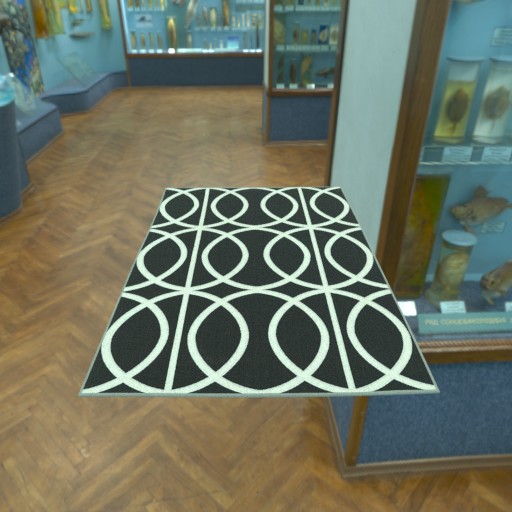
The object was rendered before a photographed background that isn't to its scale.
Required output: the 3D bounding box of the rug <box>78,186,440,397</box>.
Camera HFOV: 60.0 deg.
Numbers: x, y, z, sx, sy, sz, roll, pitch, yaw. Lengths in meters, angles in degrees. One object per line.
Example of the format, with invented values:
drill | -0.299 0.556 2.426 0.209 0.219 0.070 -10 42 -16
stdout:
rug | 0.000 0.000 2.827 1.526 0.014 2.290 -1 31 -1
